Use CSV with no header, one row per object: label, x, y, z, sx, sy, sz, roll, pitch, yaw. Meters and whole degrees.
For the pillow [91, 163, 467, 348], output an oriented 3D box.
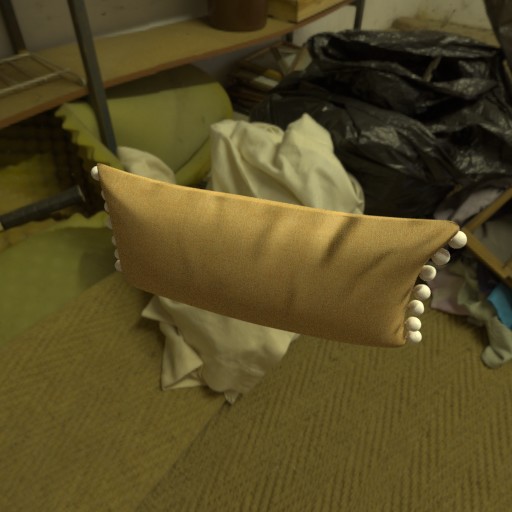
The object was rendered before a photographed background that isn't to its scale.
pillow,0.000,0.000,0.871,0.709,0.322,0.201,12,44,13
